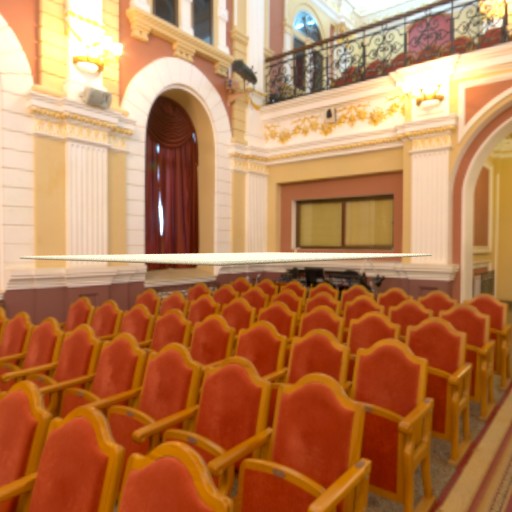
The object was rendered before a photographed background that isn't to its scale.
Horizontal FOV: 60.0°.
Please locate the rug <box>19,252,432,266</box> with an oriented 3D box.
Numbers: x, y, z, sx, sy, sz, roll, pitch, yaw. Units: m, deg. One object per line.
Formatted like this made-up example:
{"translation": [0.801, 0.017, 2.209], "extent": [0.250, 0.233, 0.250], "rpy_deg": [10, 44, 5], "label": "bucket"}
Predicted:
{"translation": [0.000, 0.000, 2.301], "extent": [1.219, 0.012, 1.840], "rpy_deg": [1, 1, 39], "label": "rug"}
